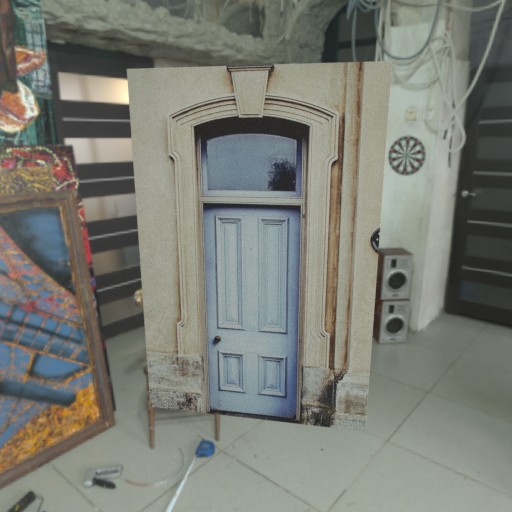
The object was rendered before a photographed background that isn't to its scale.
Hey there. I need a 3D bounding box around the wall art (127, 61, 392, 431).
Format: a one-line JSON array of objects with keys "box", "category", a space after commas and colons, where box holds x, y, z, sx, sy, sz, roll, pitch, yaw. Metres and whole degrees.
[{"box": [0.000, 0.000, 0.484, 0.254, 0.381, 0.038, 3, 15, 10], "category": "wall art"}]
